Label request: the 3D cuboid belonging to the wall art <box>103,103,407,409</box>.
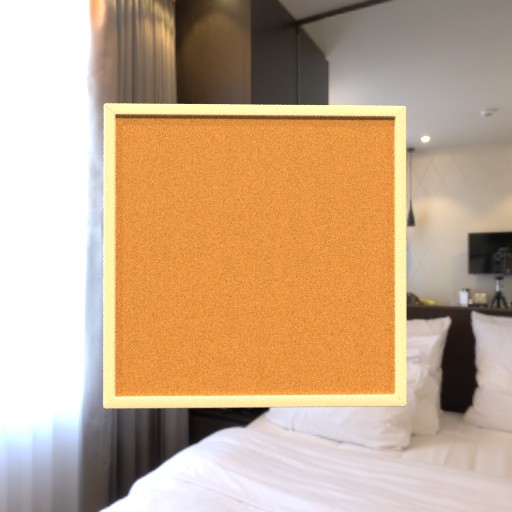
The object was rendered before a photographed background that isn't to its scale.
[{"bbox_3d":[0.000,0.000,0.762,0.508,0.508,0.038,0,0,-1],"label":"wall art"}]
